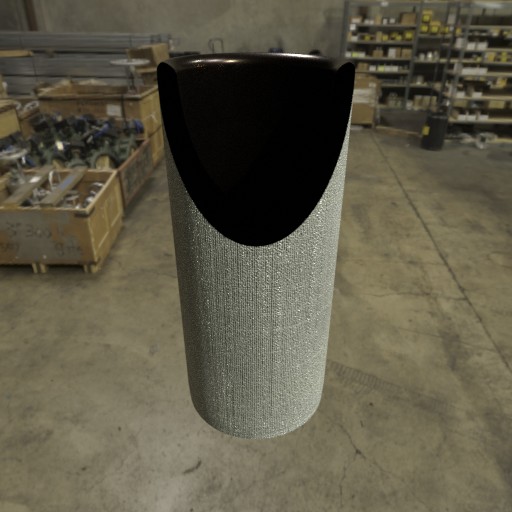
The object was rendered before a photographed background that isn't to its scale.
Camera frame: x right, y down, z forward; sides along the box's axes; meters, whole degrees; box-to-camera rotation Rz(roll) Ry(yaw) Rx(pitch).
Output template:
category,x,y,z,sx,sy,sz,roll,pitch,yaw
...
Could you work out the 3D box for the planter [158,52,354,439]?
category,x,y,z,sx,sy,sz,roll,pitch,yaw
planter,0.000,0.000,0.127,0.045,0.103,0.045,2,30,3
